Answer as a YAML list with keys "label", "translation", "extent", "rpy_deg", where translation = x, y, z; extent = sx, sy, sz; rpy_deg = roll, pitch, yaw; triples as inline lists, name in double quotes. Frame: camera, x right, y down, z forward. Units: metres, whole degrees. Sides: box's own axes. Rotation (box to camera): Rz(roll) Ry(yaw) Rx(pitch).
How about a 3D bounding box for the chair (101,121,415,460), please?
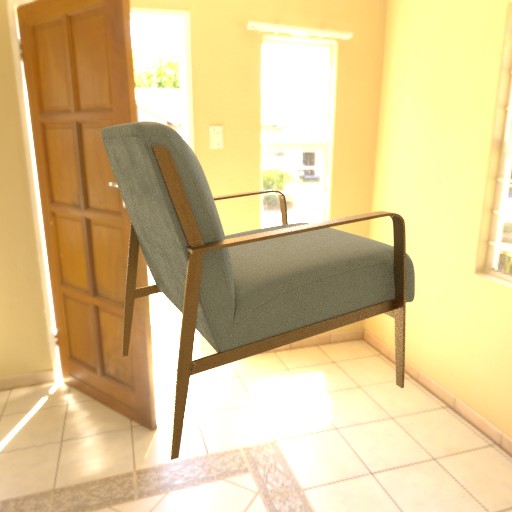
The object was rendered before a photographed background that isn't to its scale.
- label: "chair"
  translation: [0.000, 0.000, 1.463]
  extent: [0.842, 0.824, 0.701]
  rpy_deg: [-7, 16, -26]
